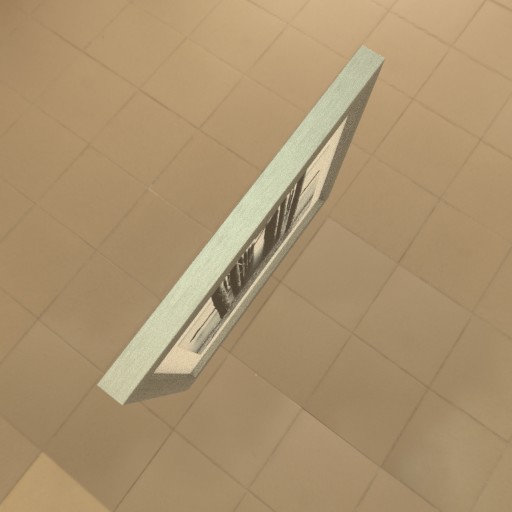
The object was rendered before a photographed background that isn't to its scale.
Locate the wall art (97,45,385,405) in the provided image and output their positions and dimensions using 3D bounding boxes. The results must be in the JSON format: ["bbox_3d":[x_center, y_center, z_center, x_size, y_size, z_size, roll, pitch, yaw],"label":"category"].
[{"bbox_3d":[0.000,0.000,0.536,0.028,0.330,0.380,35,78,9],"label":"wall art"}]
